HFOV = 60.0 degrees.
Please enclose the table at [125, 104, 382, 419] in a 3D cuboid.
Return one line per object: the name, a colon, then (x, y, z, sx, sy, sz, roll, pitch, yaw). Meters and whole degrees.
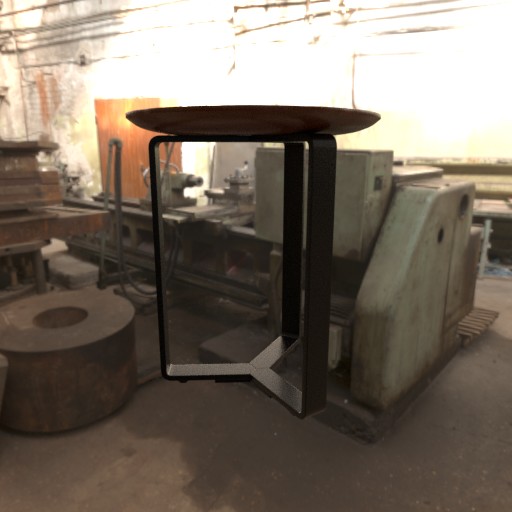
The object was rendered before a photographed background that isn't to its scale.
table: (0.000, 0.000, 0.749, 0.380, 0.450, 0.410, 7, 15, 27)
